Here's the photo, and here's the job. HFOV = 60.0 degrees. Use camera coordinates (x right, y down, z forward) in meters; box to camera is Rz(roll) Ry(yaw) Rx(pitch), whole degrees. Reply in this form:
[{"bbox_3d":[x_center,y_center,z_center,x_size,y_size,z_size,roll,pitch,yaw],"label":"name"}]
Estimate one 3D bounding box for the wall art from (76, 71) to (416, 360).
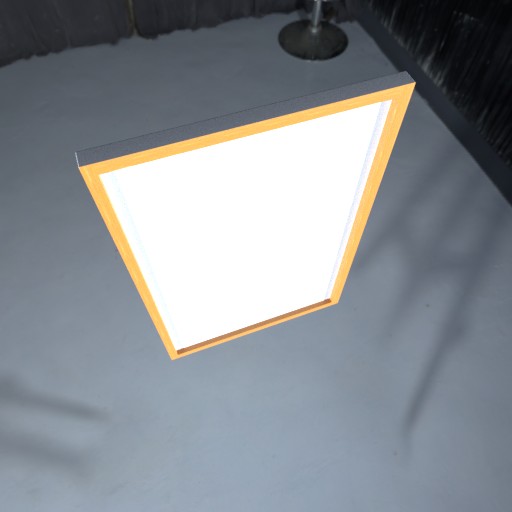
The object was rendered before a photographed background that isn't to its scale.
[{"bbox_3d":[0.000,0.000,0.764,0.405,0.608,0.025,-17,60,-11],"label":"wall art"}]
